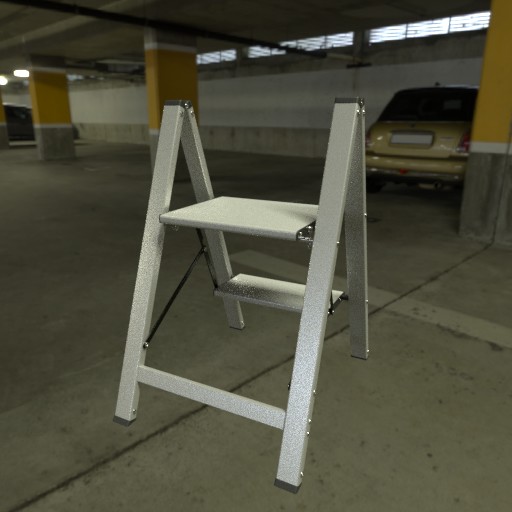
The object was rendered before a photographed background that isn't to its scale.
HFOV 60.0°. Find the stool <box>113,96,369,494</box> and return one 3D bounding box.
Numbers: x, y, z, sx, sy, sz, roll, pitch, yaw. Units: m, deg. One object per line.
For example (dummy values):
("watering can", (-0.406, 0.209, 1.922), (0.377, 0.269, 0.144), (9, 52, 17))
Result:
("stool", (0.000, 0.000, 1.002), (0.440, 0.670, 0.535), (9, 19, 26))
